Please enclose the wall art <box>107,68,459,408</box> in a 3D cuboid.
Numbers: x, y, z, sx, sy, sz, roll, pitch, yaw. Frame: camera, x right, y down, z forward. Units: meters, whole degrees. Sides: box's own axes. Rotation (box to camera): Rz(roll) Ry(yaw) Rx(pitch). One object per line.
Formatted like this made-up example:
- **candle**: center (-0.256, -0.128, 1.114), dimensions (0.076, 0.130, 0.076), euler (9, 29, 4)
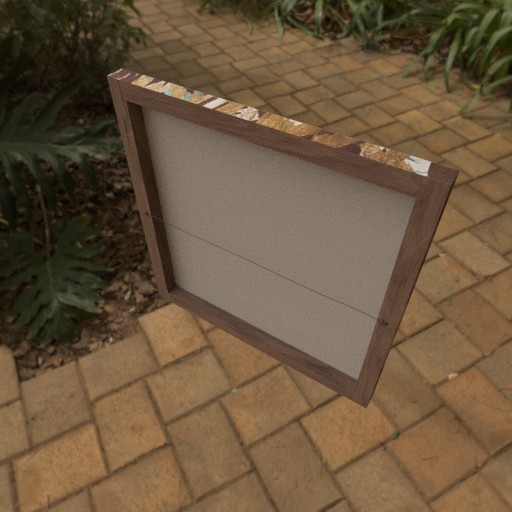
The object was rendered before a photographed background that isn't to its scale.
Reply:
- **wall art**: center (0.000, 0.000, 0.903), dimensions (0.609, 0.613, 0.041), euler (24, 50, 22)
